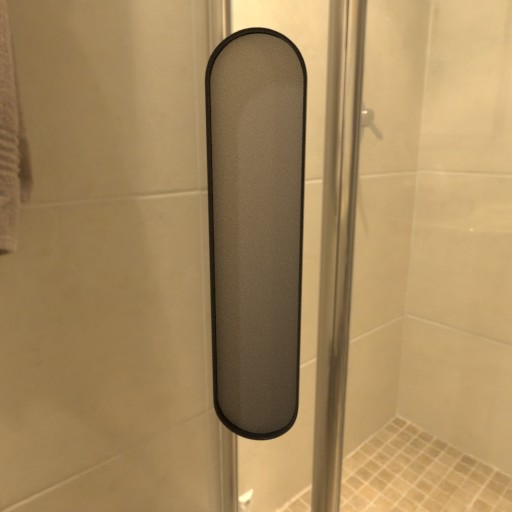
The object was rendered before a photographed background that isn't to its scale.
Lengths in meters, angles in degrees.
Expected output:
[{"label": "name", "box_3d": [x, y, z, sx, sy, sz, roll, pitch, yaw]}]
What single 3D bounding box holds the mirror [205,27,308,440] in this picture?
[{"label": "mirror", "box_3d": [0.000, 0.000, 1.058, 0.222, 0.991, 0.032, 3, 14, 10]}]
